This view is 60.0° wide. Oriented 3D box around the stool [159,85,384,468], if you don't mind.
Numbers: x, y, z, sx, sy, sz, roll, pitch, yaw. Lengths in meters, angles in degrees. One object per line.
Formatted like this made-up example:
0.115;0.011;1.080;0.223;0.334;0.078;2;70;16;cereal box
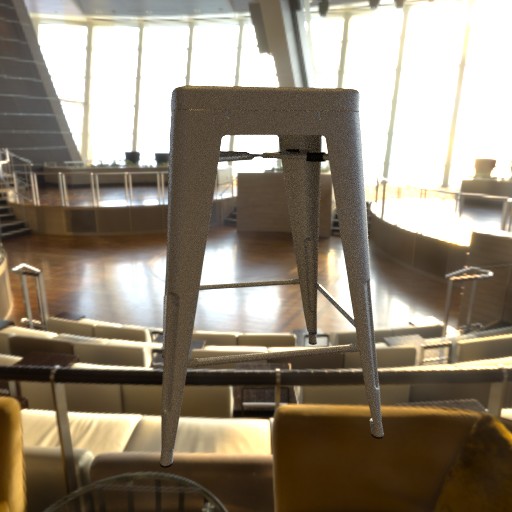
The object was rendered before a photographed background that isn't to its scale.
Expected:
0.000;0.000;0.888;0.406;0.610;0.406;-3;16;-11;stool
